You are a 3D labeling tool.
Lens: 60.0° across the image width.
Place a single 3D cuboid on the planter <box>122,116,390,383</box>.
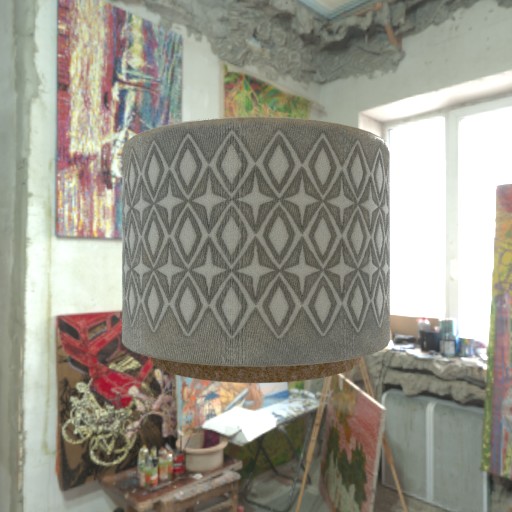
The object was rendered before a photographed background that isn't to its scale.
[{"bbox_3d":[0.000,0.000,0.284,0.164,0.127,0.164,0,0,0],"label":"planter"}]
